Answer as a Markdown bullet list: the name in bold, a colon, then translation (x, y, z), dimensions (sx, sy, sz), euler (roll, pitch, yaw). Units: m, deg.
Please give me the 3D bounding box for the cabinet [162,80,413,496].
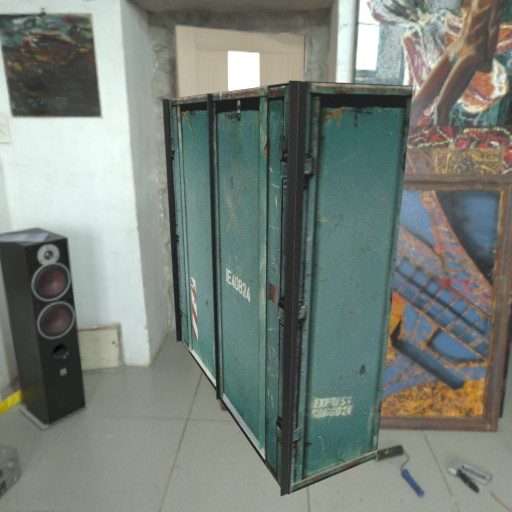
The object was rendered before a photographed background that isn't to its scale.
- **cabinet**: translation (0.000, 0.000, 3.141), dimensions (0.680, 2.160, 2.000), euler (-8, 19, -25)
